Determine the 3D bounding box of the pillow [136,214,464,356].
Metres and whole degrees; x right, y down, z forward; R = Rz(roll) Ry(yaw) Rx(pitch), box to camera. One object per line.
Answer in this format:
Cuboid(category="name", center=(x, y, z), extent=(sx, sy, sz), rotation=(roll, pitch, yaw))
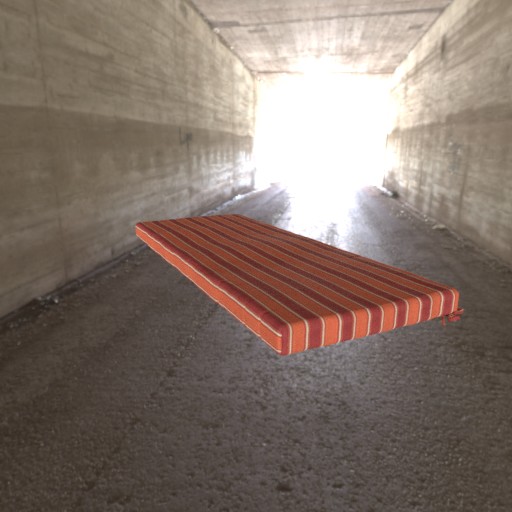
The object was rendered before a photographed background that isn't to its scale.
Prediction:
Cuboid(category="pillow", center=(0.000, 0.000, 1.364), extent=(0.492, 0.081, 1.187), rotation=(-7, 16, -26))
